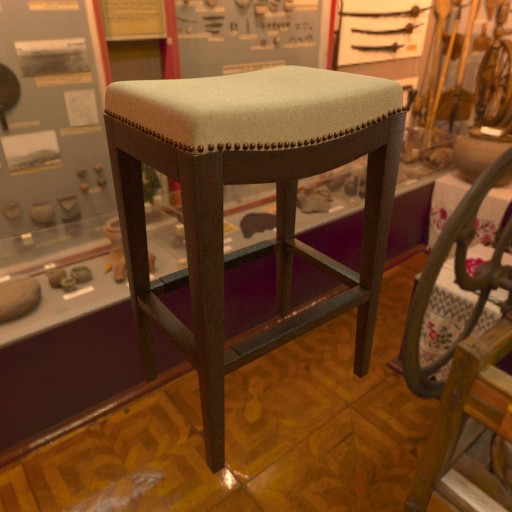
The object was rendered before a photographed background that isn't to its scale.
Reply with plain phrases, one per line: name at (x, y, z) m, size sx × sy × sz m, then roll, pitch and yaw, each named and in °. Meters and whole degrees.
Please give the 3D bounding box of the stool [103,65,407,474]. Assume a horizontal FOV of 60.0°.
stool at (0.000, 0.000, 1.019) m, size 0.498 × 0.759 × 0.358 m, roll -20°, pitch 35°, yaw -32°
